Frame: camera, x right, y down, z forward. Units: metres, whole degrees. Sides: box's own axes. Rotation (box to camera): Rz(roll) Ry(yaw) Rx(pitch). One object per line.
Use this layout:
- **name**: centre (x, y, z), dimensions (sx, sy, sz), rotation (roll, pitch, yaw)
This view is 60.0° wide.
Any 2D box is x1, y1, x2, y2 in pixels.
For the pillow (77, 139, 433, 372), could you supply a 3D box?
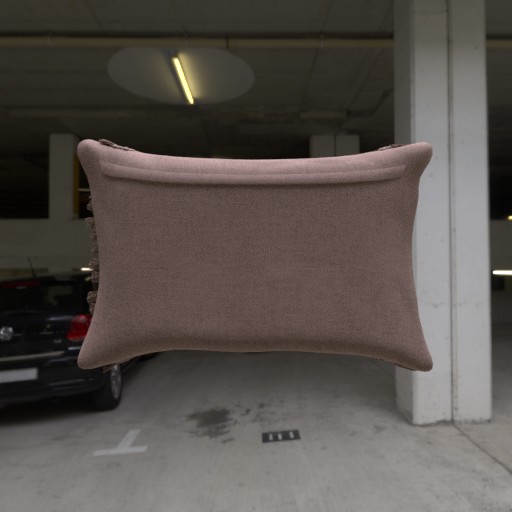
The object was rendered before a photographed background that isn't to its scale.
- **pillow**: centre (0.000, 0.000, 0.579), dimensions (0.466, 0.305, 0.084), rotation (0, -1, -1)
